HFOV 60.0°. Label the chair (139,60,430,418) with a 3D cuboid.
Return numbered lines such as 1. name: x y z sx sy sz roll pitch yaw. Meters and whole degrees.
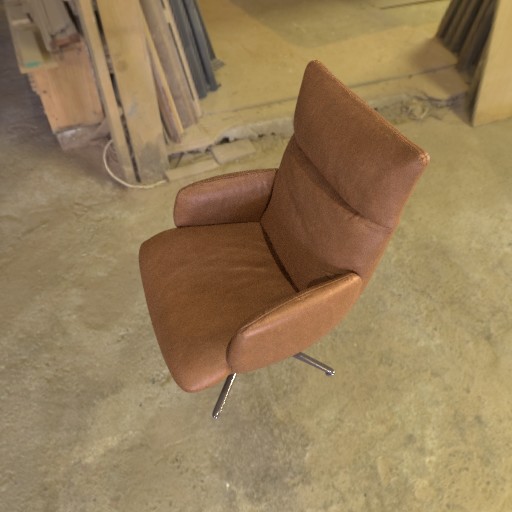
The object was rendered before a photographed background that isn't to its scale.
1. chair: 0.000 0.000 1.534 0.794 1.027 0.711 -16 48 -15
